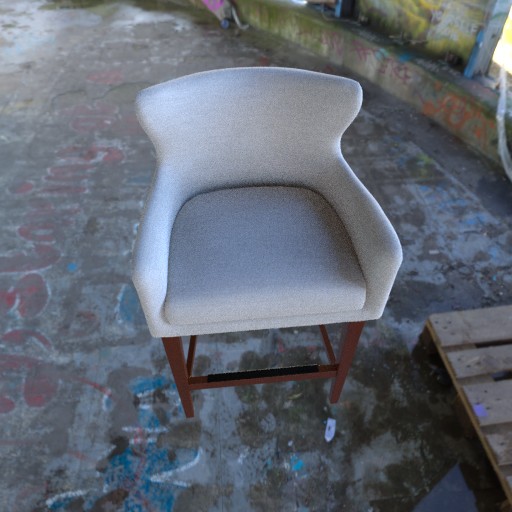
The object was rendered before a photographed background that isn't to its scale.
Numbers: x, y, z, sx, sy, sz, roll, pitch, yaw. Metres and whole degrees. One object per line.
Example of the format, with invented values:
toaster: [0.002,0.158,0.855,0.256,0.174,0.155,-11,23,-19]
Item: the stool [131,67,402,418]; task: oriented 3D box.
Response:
stool: [0.000,0.000,1.394,0.615,0.987,0.637,-4,46,-4]
